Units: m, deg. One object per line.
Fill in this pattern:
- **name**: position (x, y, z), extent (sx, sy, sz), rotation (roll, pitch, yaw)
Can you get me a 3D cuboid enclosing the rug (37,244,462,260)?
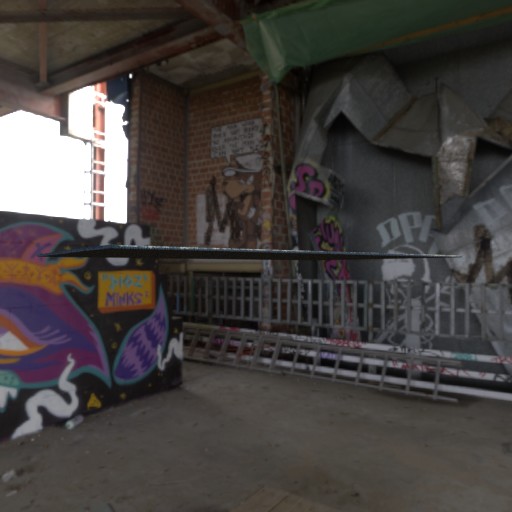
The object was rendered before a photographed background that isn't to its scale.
- **rug**: position (0.000, 0.000, 2.980), extent (2.449, 0.015, 1.530), rotation (1, -2, -36)
